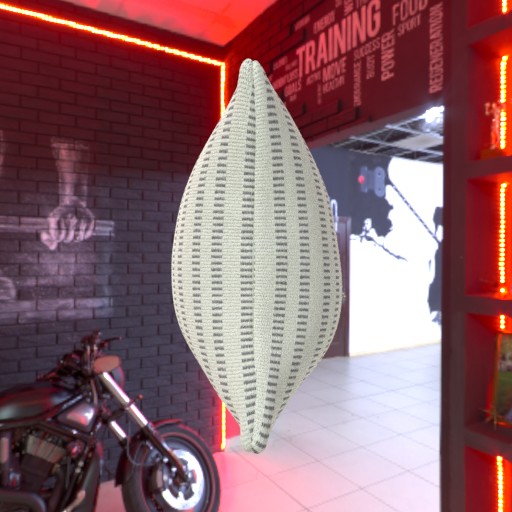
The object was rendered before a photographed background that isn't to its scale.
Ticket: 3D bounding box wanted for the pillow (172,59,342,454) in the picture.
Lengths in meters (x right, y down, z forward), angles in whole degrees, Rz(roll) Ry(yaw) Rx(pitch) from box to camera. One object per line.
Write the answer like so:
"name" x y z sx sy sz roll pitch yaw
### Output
"pillow" 0.000 0.000 0.679 0.247 0.419 0.438 0 0 1
